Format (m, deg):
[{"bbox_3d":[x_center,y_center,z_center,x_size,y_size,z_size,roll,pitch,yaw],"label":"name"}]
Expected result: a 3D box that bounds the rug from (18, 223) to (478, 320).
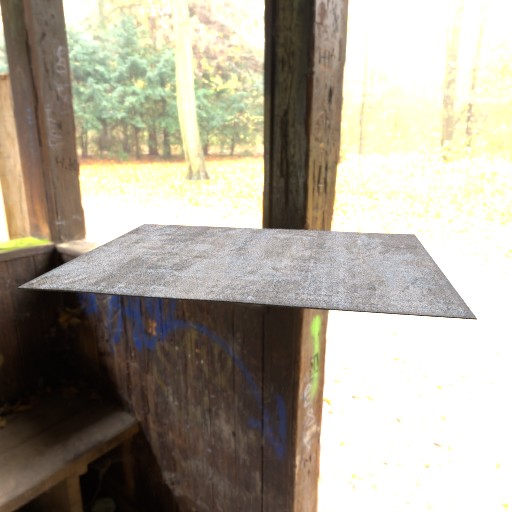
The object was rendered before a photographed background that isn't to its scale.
[{"bbox_3d":[0.000,0.000,4.247,3.307,0.013,2.393,3,16,9],"label":"rug"}]
